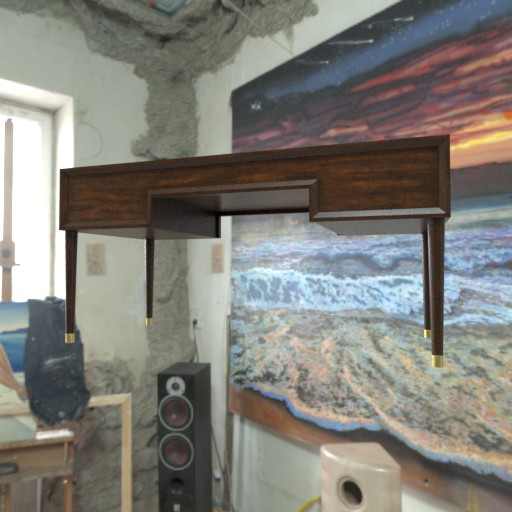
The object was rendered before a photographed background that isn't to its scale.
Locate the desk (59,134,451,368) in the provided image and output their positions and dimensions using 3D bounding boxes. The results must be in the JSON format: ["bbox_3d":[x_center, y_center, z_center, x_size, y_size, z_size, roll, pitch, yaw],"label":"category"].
[{"bbox_3d":[0.000,0.000,2.025,1.575,0.762,0.724,-1,-2,19],"label":"desk"}]
